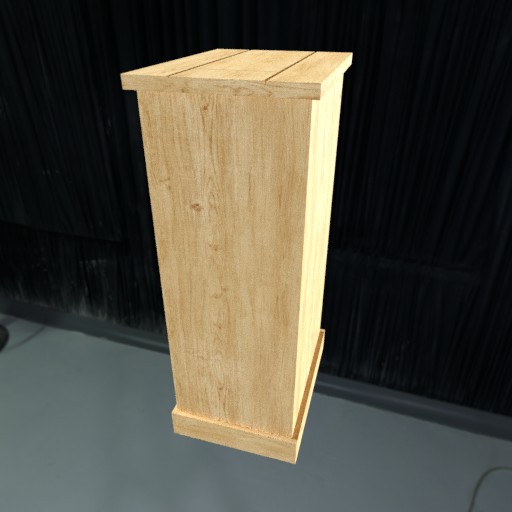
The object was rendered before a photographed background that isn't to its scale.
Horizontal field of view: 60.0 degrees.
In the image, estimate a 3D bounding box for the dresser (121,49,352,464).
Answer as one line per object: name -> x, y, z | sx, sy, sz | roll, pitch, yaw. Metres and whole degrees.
dresser -> 0.000, 0.000, 1.289 | 0.390, 1.041, 0.531 | 8, 31, 14
